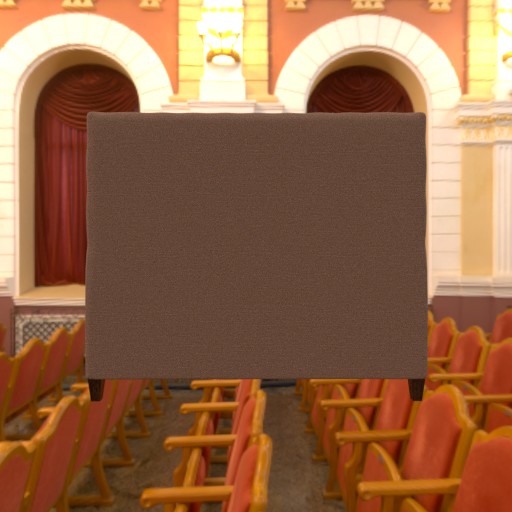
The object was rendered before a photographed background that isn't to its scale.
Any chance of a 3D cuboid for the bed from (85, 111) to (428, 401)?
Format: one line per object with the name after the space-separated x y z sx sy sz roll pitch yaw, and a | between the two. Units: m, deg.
0.000 0.000 3.268 1.696 1.426 2.233 0 0 0 | bed
